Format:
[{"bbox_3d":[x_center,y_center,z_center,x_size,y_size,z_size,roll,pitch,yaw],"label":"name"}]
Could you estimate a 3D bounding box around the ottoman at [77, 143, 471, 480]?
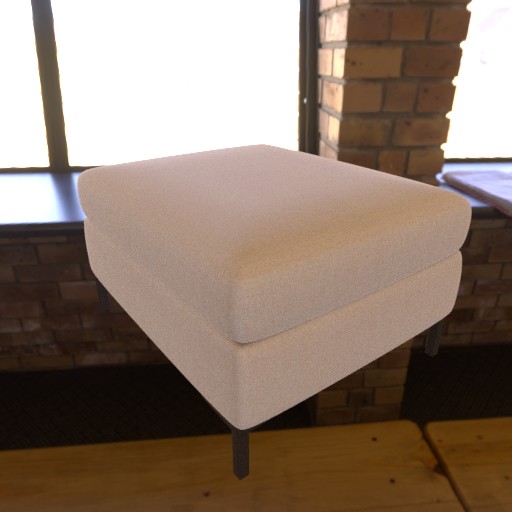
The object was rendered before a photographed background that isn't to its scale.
[{"bbox_3d":[0.000,0.000,1.148,0.657,0.453,0.794,-18,30,-33],"label":"ottoman"}]
